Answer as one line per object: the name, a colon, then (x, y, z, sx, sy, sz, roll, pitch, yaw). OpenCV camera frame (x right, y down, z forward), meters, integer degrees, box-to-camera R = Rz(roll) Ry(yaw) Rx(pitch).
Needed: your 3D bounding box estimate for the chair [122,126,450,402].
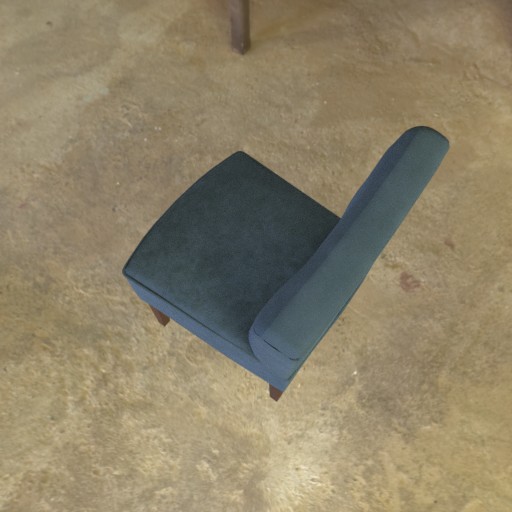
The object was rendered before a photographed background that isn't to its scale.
chair: (0.000, 0.000, 1.155, 0.551, 0.806, 0.521, 34, 68, 16)
